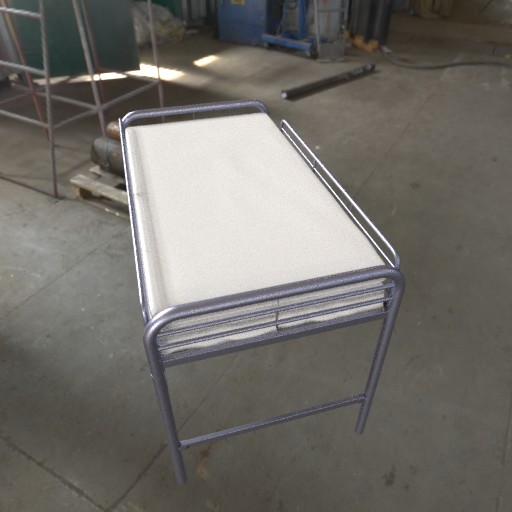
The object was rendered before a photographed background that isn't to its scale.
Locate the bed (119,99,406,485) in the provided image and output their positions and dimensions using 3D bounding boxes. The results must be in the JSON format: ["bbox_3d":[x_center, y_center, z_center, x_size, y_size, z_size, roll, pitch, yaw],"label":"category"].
[{"bbox_3d":[0.000,0.000,2.815,1.415,1.288,1.965,-10,40,-12],"label":"bed"}]
